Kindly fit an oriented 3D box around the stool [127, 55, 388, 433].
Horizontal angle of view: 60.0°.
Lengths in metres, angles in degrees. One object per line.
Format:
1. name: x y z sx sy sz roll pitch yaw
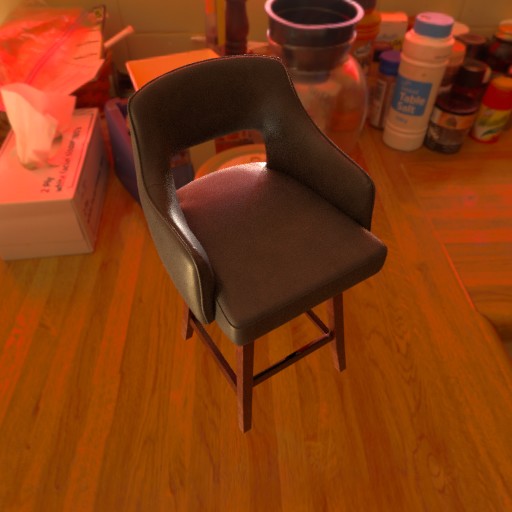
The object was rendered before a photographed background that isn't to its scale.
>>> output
1. stool: 0.000 0.000 1.288 0.550 0.936 0.560 -25 51 -22
